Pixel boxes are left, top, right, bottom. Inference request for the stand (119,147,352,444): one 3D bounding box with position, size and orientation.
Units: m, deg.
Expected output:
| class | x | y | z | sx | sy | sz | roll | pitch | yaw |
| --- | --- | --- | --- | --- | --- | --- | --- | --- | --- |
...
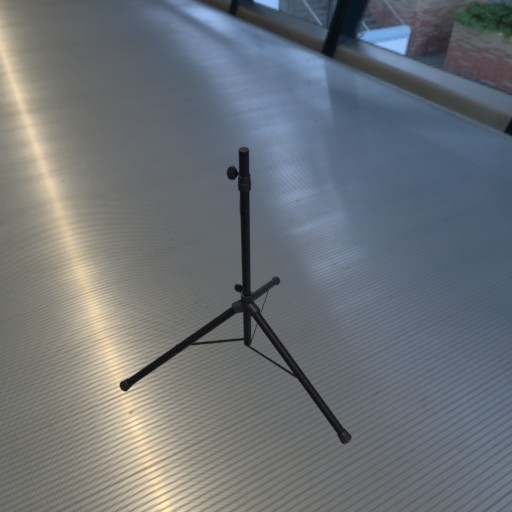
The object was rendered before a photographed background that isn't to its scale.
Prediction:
| class | x | y | z | sx | sy | sz | roll | pitch | yaw |
| --- | --- | --- | --- | --- | --- | --- | --- | --- | --- |
| stand | 0.000 | 0.000 | 1.875 | 1.045 | 1.136 | 0.907 | 11 | 42 | 12 |
